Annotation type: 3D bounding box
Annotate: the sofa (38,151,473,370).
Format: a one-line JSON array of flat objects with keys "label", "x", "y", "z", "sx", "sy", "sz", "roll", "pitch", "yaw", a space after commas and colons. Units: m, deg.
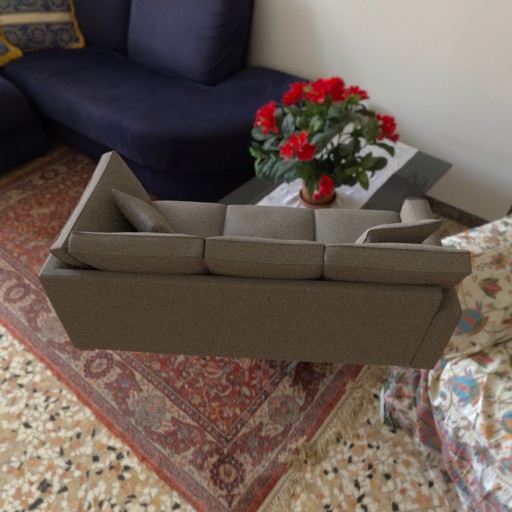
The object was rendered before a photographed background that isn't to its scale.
[{"label": "sofa", "x": 0.000, "y": 0.000, "z": 2.893, "sx": 2.317, "sy": 0.962, "sz": 1.061, "roll": 3, "pitch": 46, "yaw": 2}]
